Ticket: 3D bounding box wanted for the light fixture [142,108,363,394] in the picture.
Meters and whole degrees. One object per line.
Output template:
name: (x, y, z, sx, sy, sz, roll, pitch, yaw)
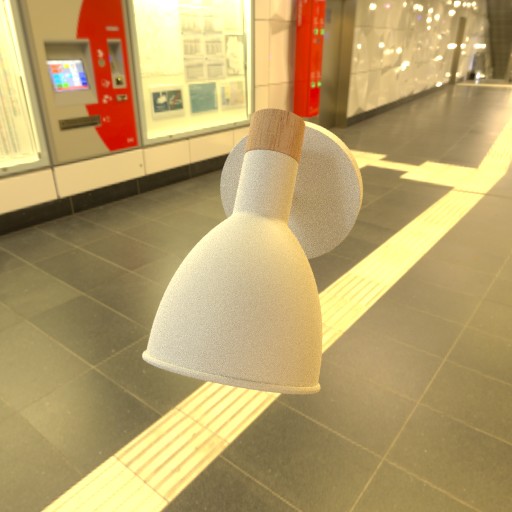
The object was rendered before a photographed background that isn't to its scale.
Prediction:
light fixture: (0.000, 0.000, 0.326, 0.127, 0.199, 0.209, 8, 27, 17)
